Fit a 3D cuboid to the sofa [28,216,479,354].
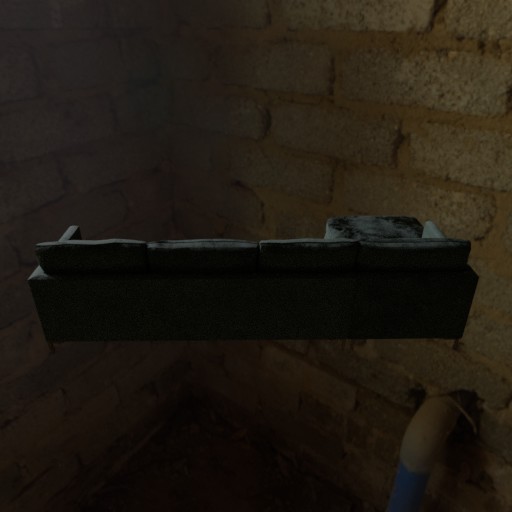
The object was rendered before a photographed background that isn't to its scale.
[{"bbox_3d":[0.000,0.000,4.039,3.400,0.967,1.500,0,30,-1],"label":"sofa"}]
